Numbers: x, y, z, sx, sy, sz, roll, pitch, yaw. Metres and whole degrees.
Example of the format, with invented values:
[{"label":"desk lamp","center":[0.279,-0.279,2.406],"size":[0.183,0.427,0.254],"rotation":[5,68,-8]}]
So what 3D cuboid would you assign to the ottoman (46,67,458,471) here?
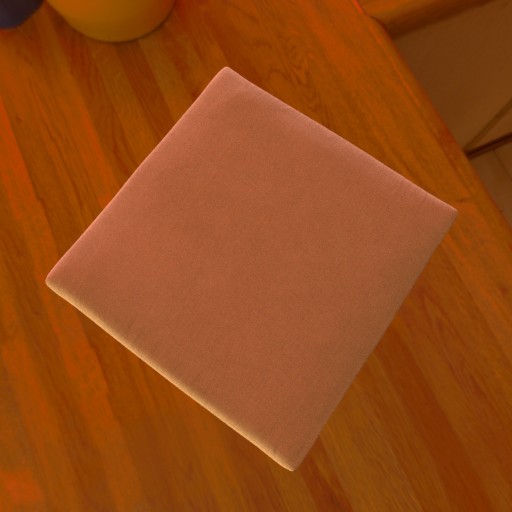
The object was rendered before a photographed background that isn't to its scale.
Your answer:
[{"label":"ottoman","center":[0.000,0.000,1.829],"size":[1.171,0.517,1.203],"rotation":[35,78,8]}]
